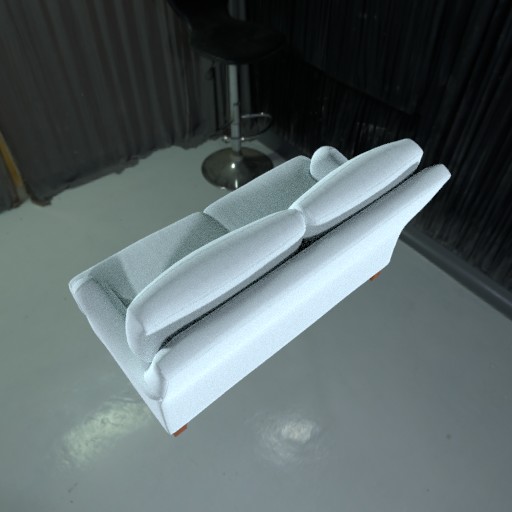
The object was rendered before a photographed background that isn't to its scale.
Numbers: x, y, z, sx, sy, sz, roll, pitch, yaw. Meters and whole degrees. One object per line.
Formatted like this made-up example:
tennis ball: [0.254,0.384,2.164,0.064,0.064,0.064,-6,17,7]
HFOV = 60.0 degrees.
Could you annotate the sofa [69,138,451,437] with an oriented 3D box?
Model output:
sofa: [0.000,0.000,2.506,1.853,1.101,1.084,-33,55,-26]
